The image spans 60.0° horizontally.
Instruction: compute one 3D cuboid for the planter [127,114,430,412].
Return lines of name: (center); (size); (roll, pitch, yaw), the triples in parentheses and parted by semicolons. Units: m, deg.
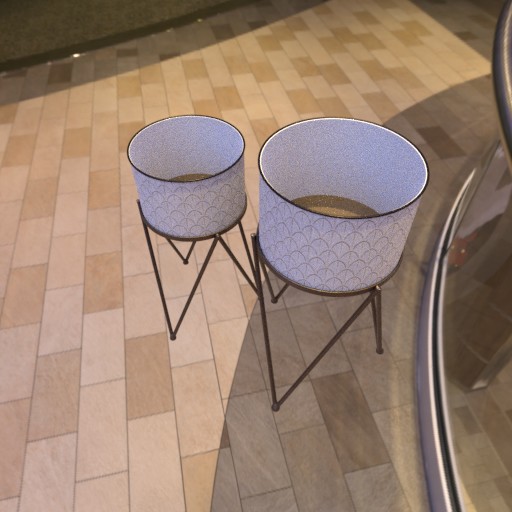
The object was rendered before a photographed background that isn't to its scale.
planter: (0.000, 0.000, 1.180); (0.769, 0.712, 0.413); (24, 52, 20)
